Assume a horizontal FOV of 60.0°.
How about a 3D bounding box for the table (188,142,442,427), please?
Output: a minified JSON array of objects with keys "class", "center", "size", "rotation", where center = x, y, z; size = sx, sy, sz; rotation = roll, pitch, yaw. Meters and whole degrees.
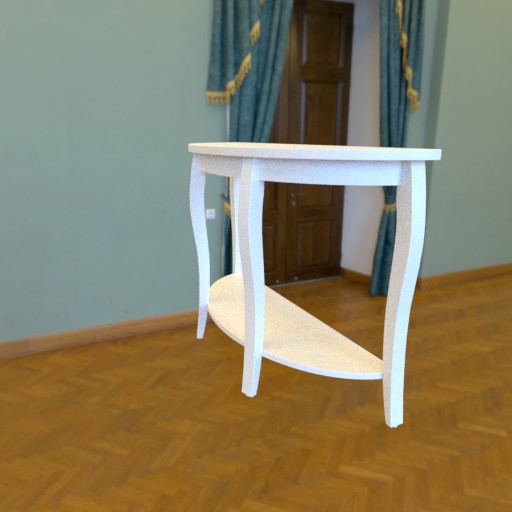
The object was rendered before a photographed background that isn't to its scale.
[{"class":"table","center":[0.000,0.000,1.607],"size":[0.394,0.780,1.219],"rotation":[-7,17,-25]}]
